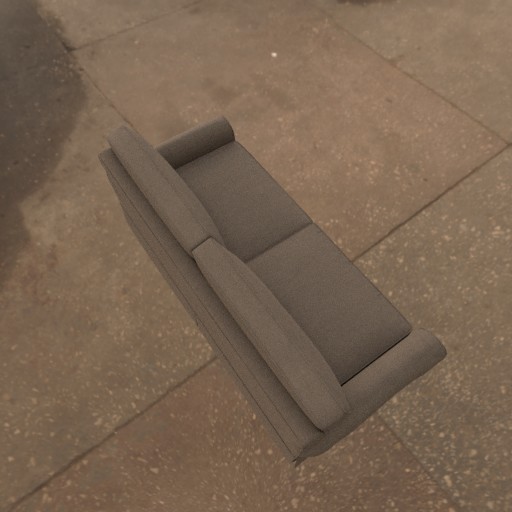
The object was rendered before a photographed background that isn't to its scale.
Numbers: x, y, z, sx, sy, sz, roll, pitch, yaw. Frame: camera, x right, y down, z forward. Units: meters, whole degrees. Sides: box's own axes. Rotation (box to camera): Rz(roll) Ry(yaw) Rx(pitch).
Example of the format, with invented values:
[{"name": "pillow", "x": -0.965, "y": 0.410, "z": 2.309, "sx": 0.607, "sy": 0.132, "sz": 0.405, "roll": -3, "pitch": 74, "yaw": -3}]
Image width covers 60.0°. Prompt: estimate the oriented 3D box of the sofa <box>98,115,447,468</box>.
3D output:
[{"name": "sofa", "x": 0.000, "y": 0.000, "z": 2.751, "sx": 0.991, "sy": 0.943, "sz": 2.248, "roll": -31, "pitch": 64, "yaw": -17}]
